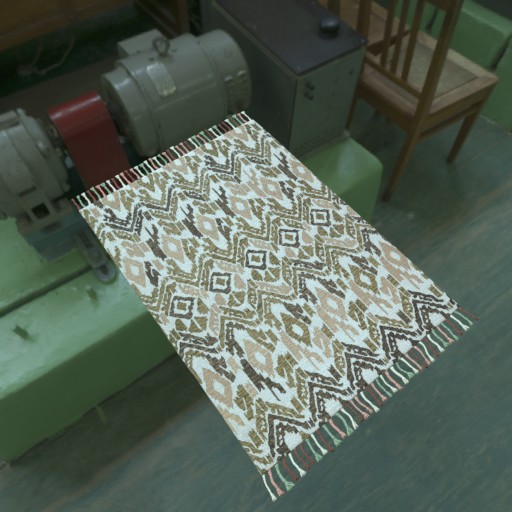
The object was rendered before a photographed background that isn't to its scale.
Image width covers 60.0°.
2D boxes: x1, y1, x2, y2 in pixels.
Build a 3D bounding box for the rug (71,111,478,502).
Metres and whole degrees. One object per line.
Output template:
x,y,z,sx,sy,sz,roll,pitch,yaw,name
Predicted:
0.000,0.000,2.241,1.219,0.008,1.829,-33,64,-19,rug
